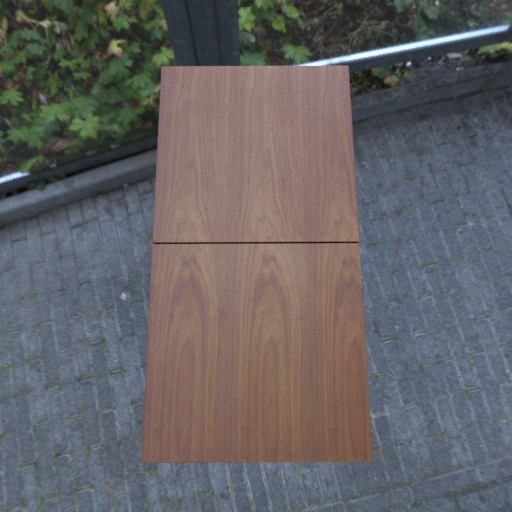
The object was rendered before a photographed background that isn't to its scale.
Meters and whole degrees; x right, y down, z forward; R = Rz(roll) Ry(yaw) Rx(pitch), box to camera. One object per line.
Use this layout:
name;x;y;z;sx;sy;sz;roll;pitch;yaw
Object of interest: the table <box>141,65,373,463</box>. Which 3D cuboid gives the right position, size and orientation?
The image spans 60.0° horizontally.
table;0.000;0.000;1.463;0.610;0.330;1.194;0;76;0
